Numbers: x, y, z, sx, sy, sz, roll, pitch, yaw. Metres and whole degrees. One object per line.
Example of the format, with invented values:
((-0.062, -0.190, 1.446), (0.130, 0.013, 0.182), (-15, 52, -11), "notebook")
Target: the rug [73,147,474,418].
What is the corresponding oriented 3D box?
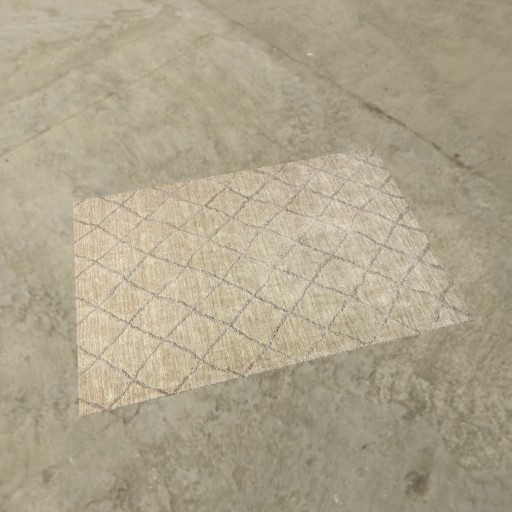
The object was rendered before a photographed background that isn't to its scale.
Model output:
((0.000, 0.000, 2.878), (2.280, 0.015, 1.521), (-12, 57, -8), "rug")
